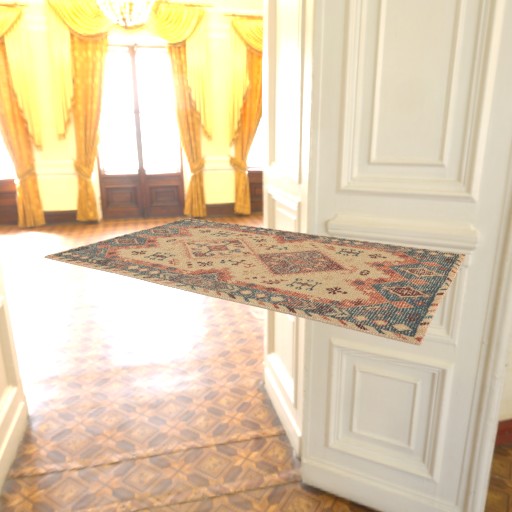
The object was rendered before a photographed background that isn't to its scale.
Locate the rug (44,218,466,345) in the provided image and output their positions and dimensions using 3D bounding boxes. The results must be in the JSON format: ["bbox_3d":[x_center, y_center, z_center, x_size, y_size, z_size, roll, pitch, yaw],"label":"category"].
[{"bbox_3d":[0.000,0.000,3.028,2.464,0.023,1.521,10,19,29],"label":"rug"}]
